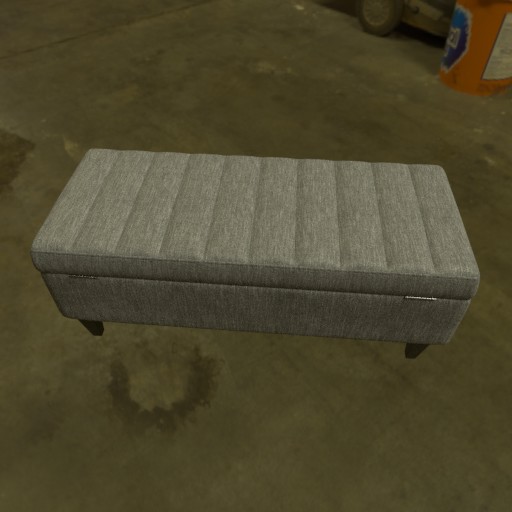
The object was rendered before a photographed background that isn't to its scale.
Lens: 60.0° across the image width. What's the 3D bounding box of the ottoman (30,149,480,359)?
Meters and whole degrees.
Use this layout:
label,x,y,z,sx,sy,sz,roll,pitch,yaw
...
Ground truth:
label,x,y,z,sx,sy,sz,roll,pitch,yaw
ottoman,0.000,0.000,1.409,1.151,0.469,0.482,3,47,3
